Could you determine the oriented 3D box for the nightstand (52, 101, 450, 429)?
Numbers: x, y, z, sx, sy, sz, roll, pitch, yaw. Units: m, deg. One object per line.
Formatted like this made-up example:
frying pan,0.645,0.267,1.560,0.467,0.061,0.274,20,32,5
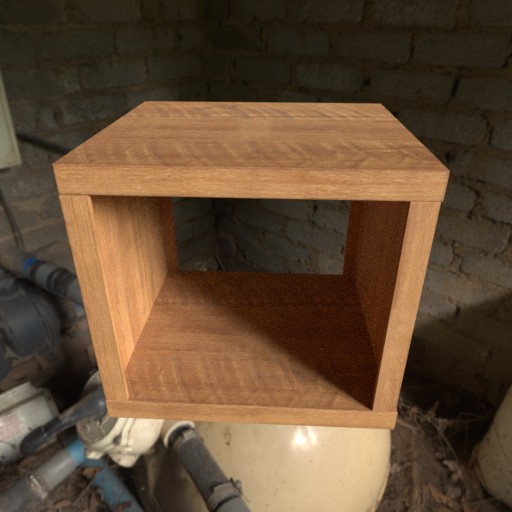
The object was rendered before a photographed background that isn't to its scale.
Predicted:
nightstand,0.000,0.000,0.852,0.493,0.491,0.436,1,29,3
